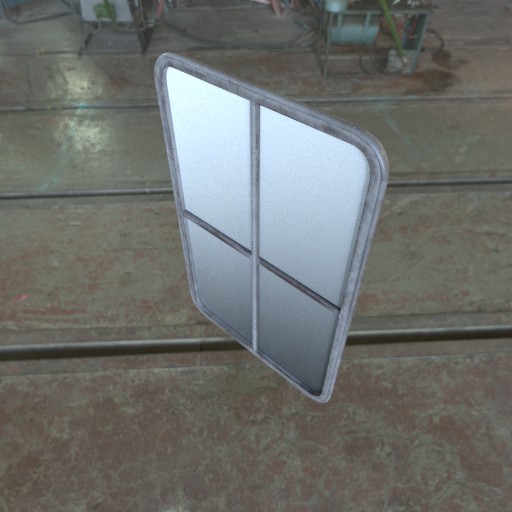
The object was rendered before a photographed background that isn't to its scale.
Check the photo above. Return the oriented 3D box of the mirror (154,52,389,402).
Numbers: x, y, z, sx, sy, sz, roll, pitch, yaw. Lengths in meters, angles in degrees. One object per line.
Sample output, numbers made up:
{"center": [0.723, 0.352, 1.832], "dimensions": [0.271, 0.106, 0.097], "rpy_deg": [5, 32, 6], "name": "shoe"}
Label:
{"center": [0.000, 0.000, 0.893], "dimensions": [0.461, 0.713, 0.024], "rpy_deg": [33, 54, 27], "name": "mirror"}
